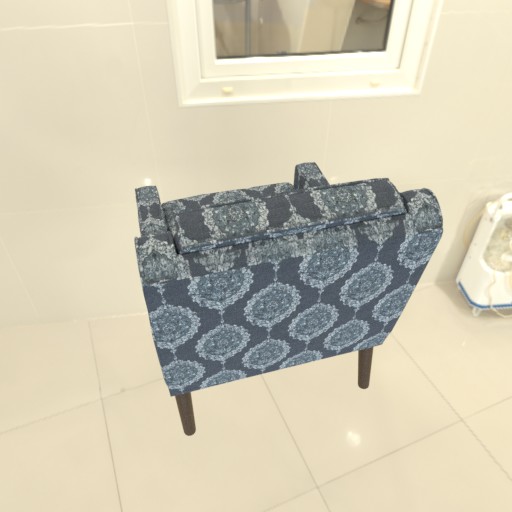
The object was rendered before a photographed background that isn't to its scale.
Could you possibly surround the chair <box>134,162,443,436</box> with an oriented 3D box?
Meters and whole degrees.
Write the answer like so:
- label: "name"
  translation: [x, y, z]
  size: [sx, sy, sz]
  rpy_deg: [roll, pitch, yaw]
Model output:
- label: "chair"
  translation: [0.000, 0.000, 1.363]
  size: [0.663, 0.792, 0.743]
  rpy_deg: [-11, 42, -12]
